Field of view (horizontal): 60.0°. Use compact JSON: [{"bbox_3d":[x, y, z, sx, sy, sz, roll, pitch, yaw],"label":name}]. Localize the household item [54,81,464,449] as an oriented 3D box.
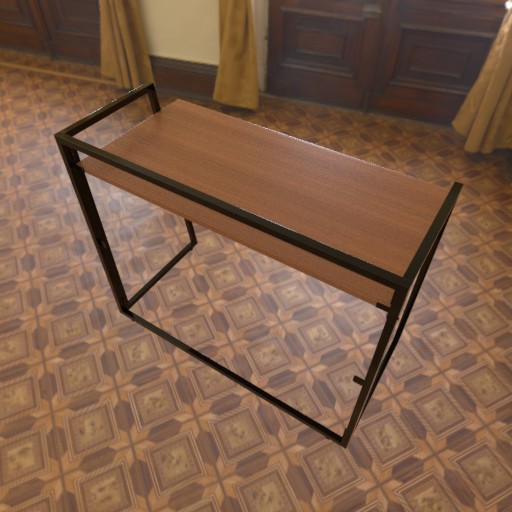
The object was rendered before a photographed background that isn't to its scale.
[{"bbox_3d":[0.000,0.000,1.527,1.050,0.860,0.510,25,51,22],"label":"household item"}]
